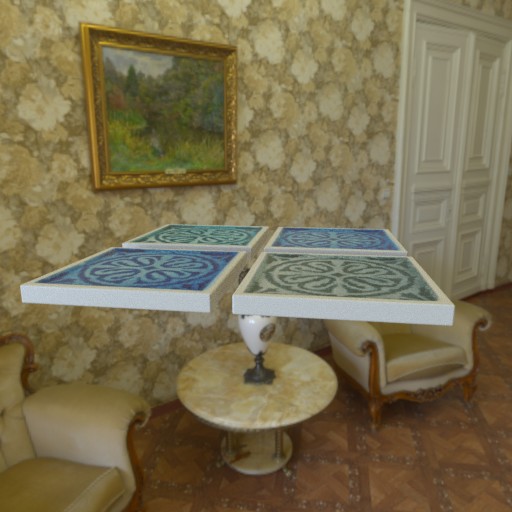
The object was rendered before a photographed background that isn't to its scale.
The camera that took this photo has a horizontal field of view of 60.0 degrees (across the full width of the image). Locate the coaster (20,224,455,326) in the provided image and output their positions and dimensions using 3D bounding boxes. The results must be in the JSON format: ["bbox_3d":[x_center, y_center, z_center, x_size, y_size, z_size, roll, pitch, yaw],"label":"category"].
[{"bbox_3d":[0.000,0.000,0.321,0.214,0.010,0.219,2,13,9],"label":"coaster"}]
